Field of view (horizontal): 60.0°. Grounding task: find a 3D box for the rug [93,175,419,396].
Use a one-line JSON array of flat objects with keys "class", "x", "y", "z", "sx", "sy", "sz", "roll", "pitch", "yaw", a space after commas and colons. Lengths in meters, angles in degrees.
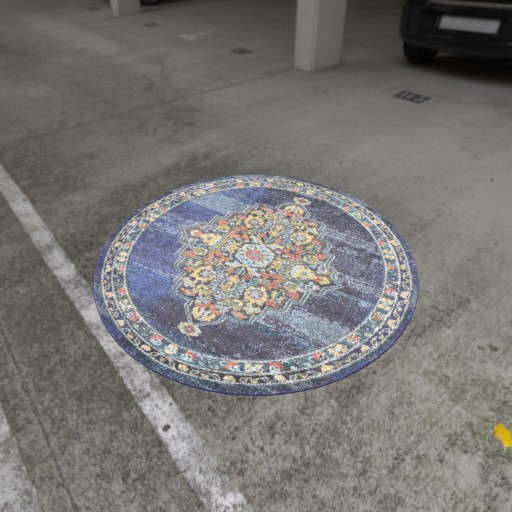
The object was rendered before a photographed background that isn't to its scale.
[{"class": "rug", "x": 0.000, "y": 0.000, "z": 2.248, "sx": 1.591, "sy": 0.010, "sz": 1.591, "roll": 0, "pitch": 41, "yaw": 0}]
